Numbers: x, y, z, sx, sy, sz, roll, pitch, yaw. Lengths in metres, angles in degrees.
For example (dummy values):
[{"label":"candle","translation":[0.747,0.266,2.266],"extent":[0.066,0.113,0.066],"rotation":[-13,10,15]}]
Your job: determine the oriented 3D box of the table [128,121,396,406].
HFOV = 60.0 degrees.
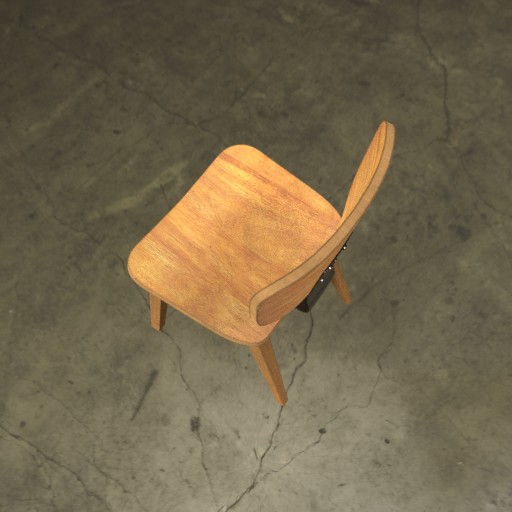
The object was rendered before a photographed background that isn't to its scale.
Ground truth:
[{"label":"table","translation":[0.000,0.000,1.127],"extent":[0.500,0.805,0.499],"rotation":[32,68,14]}]
